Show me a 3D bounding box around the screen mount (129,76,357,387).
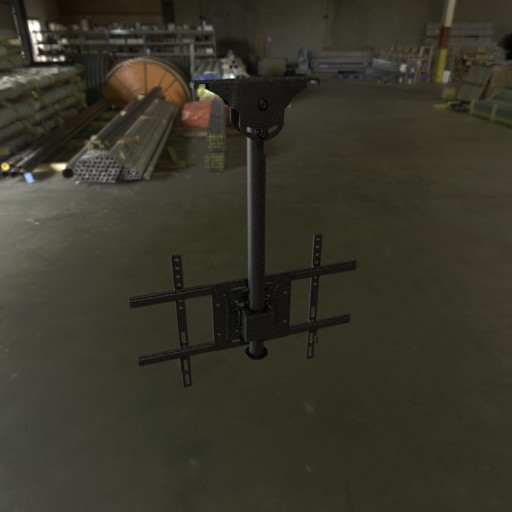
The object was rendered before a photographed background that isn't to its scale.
[{"bbox_3d":[0.000,0.000,1.041,0.595,0.775,0.090,-9,28,-17],"label":"screen mount"}]
